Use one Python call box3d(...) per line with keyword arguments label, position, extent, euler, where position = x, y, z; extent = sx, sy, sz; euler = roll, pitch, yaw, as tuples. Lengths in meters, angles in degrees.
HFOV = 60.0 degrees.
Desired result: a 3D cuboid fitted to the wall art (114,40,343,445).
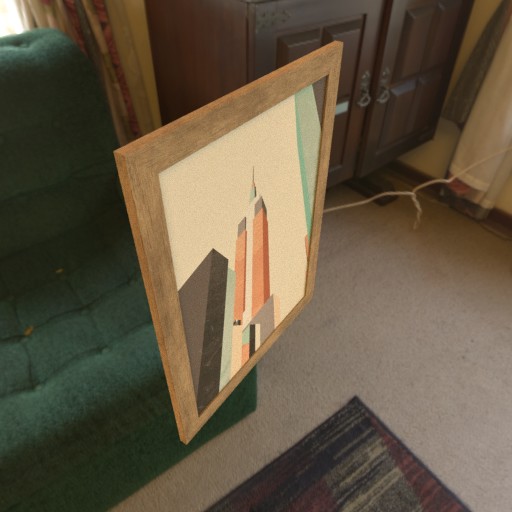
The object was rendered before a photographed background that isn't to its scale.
box3d(label="wall art", position=(0.000, 0.000, 0.890), extent=(0.018, 0.686, 0.534), euler=(25, 47, 26))
